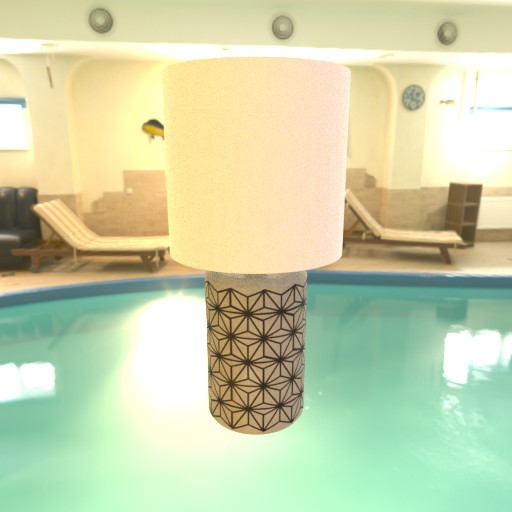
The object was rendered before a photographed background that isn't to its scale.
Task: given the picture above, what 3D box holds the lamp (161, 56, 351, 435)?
[{"bbox_3d":[0.000,0.000,0.542,0.206,0.416,0.206,-7,16,-26],"label":"lamp"}]
